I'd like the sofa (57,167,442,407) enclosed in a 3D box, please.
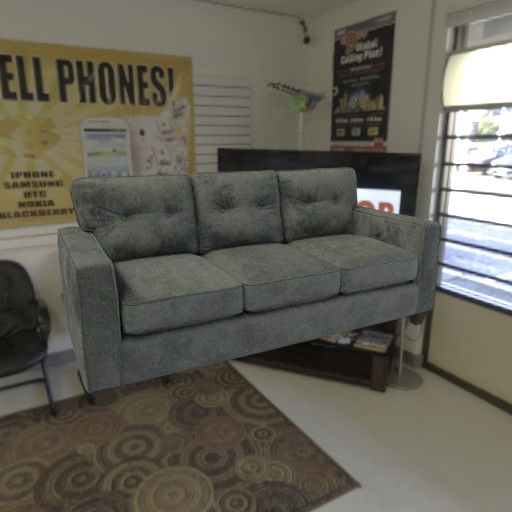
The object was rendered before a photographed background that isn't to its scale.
[{"bbox_3d":[0.000,0.000,2.664,2.133,0.965,0.939,-8,17,-26],"label":"sofa"}]
